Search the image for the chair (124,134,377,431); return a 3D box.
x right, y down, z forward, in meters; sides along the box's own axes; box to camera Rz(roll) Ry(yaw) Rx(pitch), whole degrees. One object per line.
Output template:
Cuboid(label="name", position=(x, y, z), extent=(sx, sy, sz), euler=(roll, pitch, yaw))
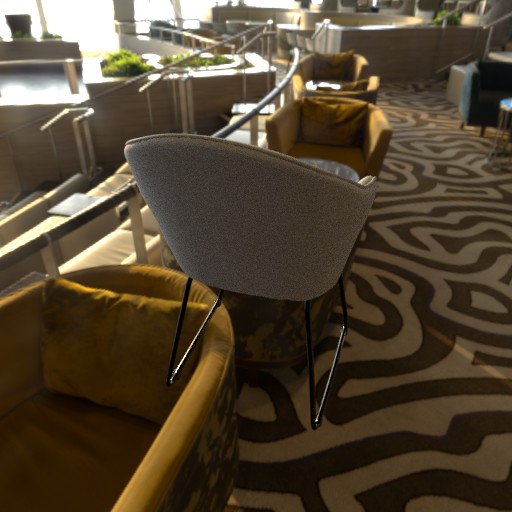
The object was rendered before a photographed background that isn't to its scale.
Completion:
Cuboid(label="chair", position=(0.000, 0.000, 1.204), extent=(0.570, 0.817, 0.592), euler=(10, 33, 16))
